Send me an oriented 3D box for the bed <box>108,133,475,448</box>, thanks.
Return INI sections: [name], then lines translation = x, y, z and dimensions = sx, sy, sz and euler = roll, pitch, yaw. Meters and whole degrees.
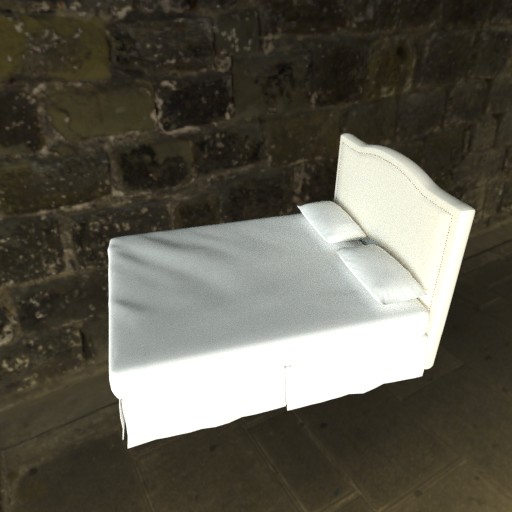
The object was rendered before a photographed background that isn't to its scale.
[bed]
translation = 0.000, 0.000, 3.420
dimensions = 2.282, 1.436, 1.821
euler = -8, 32, -13
